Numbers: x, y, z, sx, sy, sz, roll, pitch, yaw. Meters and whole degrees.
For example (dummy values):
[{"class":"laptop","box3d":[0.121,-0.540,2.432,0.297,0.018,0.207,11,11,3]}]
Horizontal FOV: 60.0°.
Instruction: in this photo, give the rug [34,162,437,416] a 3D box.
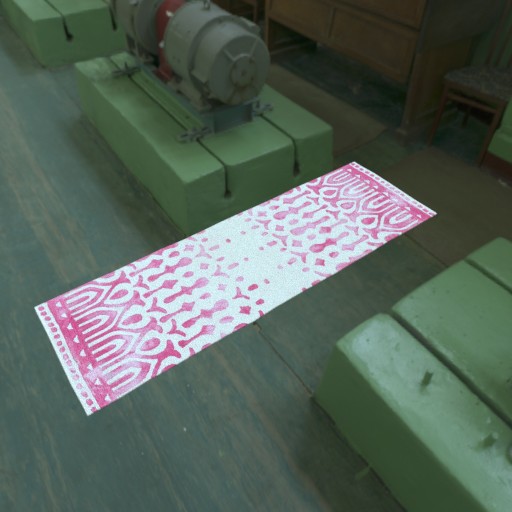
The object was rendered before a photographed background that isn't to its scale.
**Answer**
[{"class":"rug","box3d":[0.000,0.000,2.723,2.458,0.011,0.787,-27,52,-24]}]
